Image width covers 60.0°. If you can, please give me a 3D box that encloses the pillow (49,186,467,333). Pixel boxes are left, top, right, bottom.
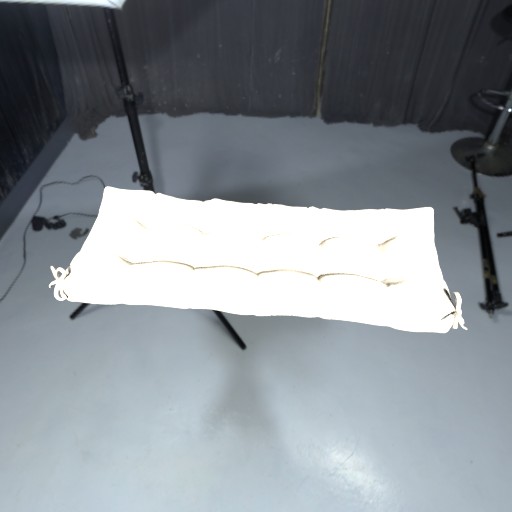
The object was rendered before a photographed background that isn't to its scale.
[{"bbox_3d":[0.000,0.000,1.363,1.194,0.174,0.511,4,47,4],"label":"pillow"}]
